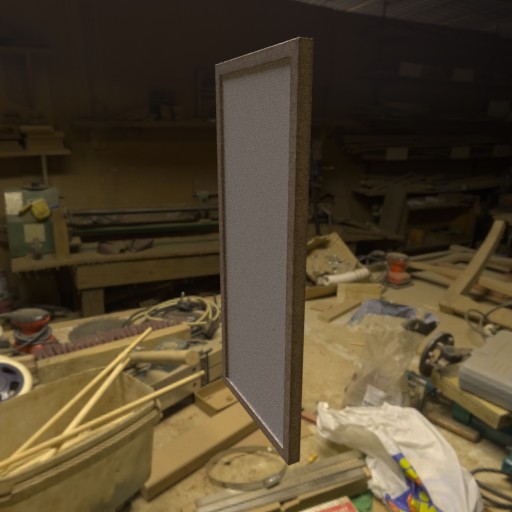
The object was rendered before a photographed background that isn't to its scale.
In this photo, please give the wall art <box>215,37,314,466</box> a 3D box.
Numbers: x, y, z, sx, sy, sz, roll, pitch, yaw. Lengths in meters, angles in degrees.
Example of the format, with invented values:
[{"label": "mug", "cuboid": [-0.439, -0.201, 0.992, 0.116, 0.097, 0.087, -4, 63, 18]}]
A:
[{"label": "wall art", "cuboid": [0.000, 0.000, 1.744, 0.051, 1.461, 0.648, -8, 18, -25]}]
